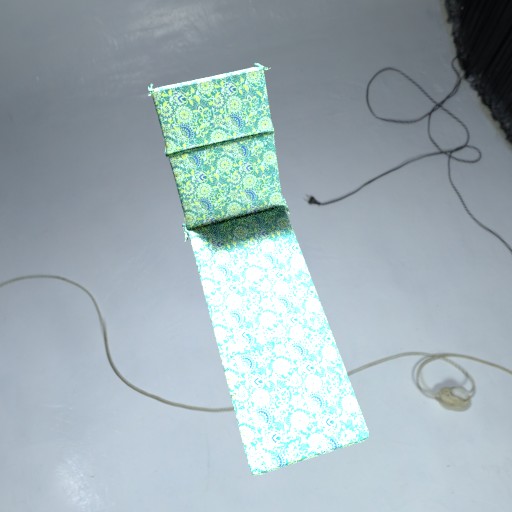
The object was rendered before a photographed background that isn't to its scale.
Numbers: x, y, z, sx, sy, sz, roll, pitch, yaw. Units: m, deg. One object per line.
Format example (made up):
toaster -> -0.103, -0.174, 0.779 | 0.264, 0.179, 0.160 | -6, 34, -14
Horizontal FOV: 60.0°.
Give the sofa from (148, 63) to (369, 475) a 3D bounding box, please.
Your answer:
sofa -> 0.000, 0.000, 1.937 | 0.582, 0.622, 1.663 | -15, 65, -7
